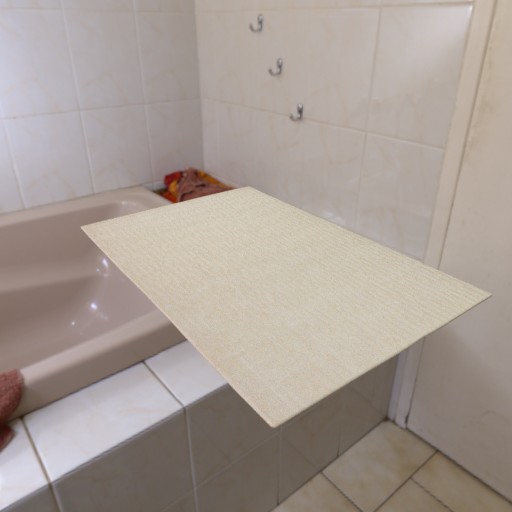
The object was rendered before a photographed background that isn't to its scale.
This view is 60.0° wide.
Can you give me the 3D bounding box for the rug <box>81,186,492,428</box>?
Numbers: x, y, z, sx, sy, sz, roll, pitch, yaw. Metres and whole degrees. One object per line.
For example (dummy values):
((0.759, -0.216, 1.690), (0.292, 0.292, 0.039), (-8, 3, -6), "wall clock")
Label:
((0.000, 0.000, 2.288), (1.238, 0.014, 1.848), (-19, 33, -32), "rug")
